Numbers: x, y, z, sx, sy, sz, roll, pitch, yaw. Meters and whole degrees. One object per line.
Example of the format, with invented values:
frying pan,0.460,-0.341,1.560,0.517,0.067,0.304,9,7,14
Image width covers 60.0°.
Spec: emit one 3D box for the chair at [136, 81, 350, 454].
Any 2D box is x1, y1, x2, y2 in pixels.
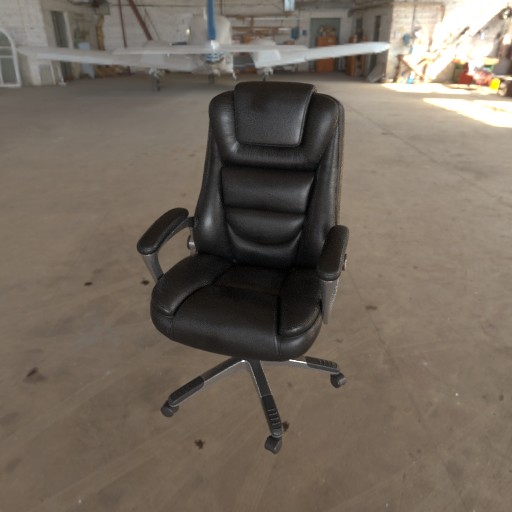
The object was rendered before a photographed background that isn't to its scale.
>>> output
chair,0.000,0.000,1.523,0.697,1.075,0.689,8,27,15
